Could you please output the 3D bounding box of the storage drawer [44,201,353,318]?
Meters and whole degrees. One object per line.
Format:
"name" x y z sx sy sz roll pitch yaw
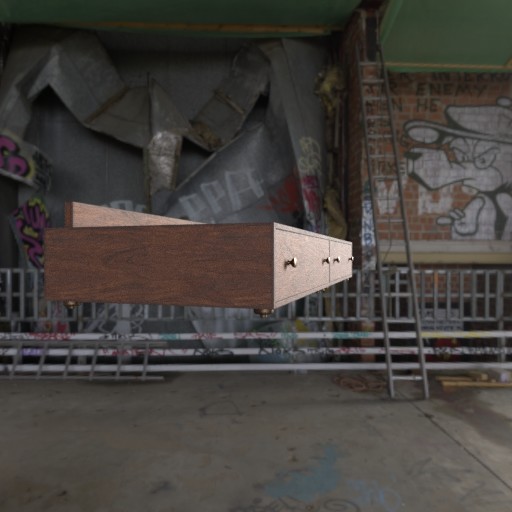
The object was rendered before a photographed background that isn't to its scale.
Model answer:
"storage drawer" 0.000 0.000 2.183 0.774 0.339 1.914 0 0 18
